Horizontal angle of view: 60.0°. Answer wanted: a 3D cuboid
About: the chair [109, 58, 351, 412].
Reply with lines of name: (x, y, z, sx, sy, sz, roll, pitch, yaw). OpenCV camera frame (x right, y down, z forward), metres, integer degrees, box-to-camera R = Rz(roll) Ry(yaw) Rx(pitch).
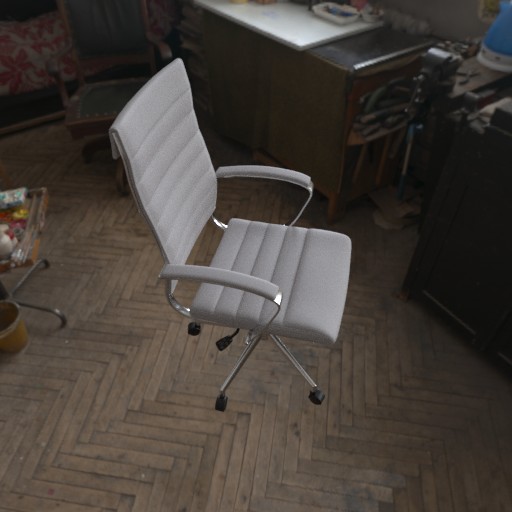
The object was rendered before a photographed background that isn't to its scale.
chair: (0.000, 0.000, 1.565, 0.667, 1.149, 0.679, 11, 47, 10)
